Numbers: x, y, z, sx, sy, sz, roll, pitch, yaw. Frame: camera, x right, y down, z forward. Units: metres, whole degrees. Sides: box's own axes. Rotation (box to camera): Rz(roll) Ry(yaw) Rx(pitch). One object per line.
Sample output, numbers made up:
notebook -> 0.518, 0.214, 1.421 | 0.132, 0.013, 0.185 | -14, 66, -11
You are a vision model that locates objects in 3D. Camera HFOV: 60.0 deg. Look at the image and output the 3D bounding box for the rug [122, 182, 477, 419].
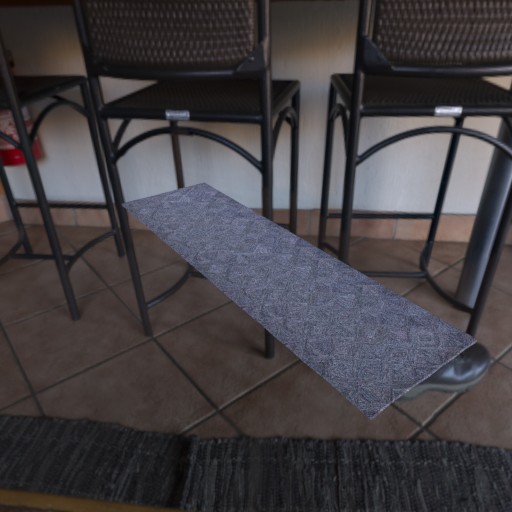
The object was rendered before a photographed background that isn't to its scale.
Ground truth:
rug -> 0.000, 0.000, 2.531 | 0.691, 0.011, 2.296 | -21, 37, -31
